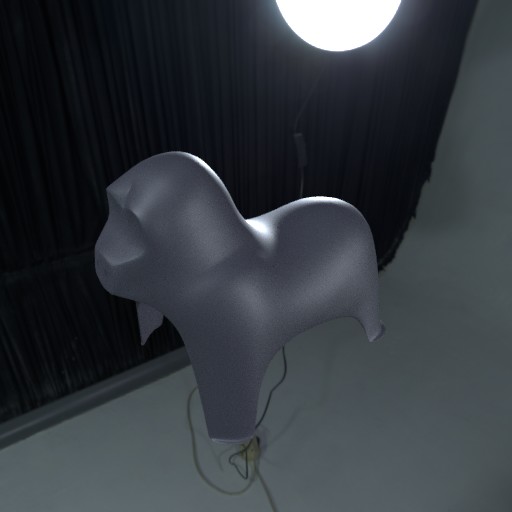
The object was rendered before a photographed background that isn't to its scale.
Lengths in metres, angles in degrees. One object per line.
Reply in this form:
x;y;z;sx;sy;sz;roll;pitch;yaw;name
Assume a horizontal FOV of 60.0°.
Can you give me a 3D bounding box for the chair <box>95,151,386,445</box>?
0.000;0.000;1.115;0.758;0.600;0.490;-21;37;-30;chair
